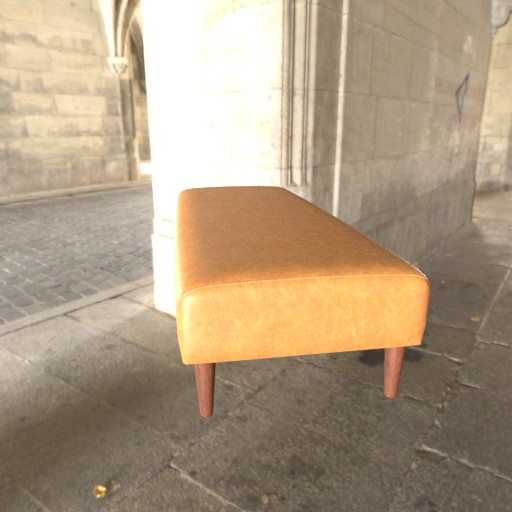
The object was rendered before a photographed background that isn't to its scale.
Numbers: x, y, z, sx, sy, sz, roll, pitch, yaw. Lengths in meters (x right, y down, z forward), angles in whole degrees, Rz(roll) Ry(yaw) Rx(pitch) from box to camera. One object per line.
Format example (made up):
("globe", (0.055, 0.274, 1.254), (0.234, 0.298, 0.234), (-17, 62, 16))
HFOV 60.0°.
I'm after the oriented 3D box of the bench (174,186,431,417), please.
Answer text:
("bench", (0.000, 0.000, 1.835), (0.653, 0.399, 1.610), (-3, 17, -9))
